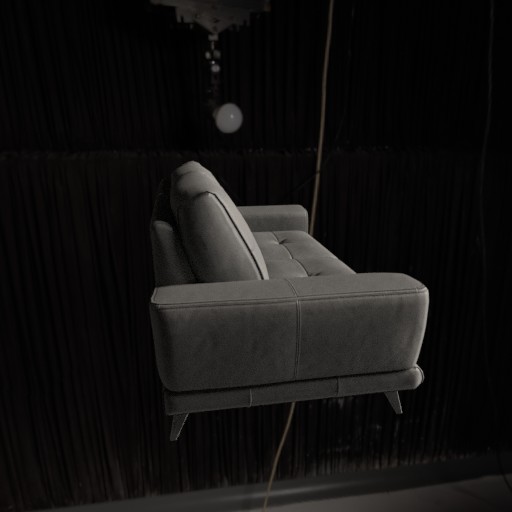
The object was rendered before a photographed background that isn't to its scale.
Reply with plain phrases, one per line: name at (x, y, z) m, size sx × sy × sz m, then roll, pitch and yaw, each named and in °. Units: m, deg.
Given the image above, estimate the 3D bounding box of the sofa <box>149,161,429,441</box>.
sofa at (0.000, 0.000, 2.368) m, size 1.018 × 0.907 × 1.806 m, roll -3°, pitch 17°, yaw -10°
